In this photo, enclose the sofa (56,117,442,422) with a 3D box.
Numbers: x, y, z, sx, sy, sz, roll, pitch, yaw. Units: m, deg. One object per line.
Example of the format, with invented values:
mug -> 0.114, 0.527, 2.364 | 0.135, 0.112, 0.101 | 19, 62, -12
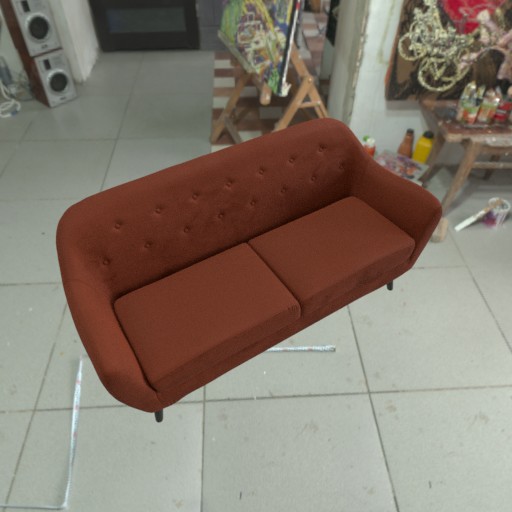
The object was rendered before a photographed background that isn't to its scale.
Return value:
sofa -> 0.000, 0.000, 2.302 | 1.840, 0.836, 0.820 | -25, 51, -22
